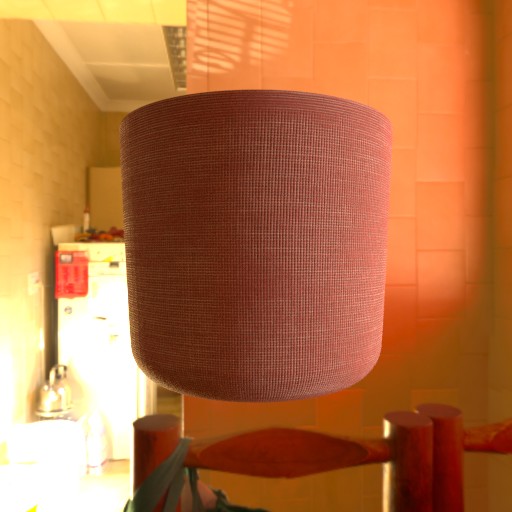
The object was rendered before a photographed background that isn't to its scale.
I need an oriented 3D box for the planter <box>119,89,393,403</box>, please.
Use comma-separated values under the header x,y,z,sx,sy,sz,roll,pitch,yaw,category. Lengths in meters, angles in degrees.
x,y,z,sx,sy,sz,roll,pitch,yaw,category
0.000,0.000,0.747,0.440,0.398,0.440,0,0,0,planter
